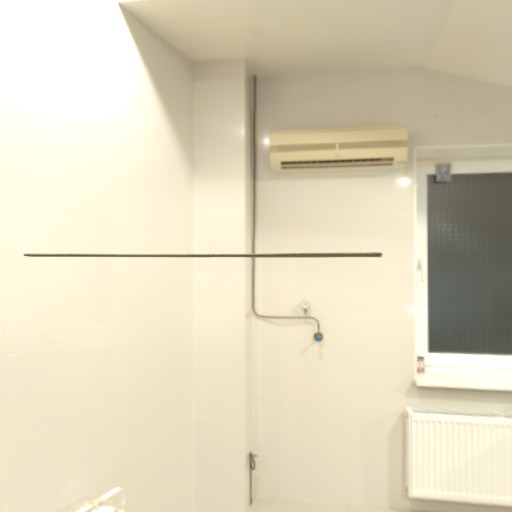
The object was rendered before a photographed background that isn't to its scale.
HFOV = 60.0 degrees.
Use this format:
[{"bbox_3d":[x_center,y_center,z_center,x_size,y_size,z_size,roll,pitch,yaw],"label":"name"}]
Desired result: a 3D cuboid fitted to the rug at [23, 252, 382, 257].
[{"bbox_3d":[0.000,0.000,2.930,1.606,0.017,2.270,0,0,16],"label":"rug"}]
